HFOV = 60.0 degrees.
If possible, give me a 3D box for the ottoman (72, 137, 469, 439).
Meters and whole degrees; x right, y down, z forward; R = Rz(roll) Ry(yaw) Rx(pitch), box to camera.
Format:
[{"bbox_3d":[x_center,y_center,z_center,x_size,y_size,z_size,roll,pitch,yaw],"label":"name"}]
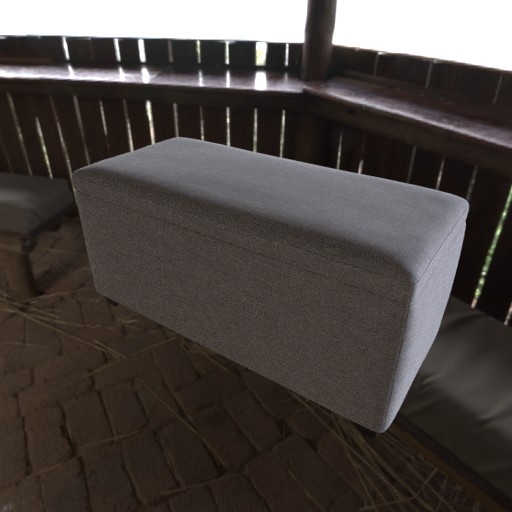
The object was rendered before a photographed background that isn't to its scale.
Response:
[{"bbox_3d":[0.000,0.000,1.143,0.902,0.432,0.419,19,36,29],"label":"ottoman"}]
